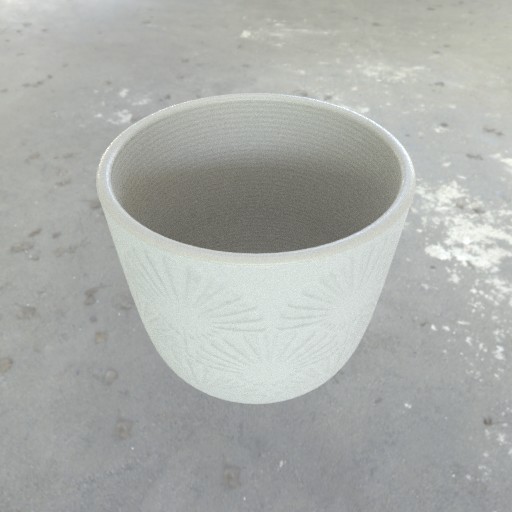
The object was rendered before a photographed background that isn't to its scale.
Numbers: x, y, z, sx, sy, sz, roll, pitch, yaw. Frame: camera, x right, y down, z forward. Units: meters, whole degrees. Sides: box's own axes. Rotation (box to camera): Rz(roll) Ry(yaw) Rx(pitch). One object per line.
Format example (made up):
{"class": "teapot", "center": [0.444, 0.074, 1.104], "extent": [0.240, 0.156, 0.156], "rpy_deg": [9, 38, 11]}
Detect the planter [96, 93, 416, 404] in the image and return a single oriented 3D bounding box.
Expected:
{"class": "planter", "center": [0.000, 0.000, 0.213], "extent": [0.124, 0.109, 0.124], "rpy_deg": [0, 43, 0]}
